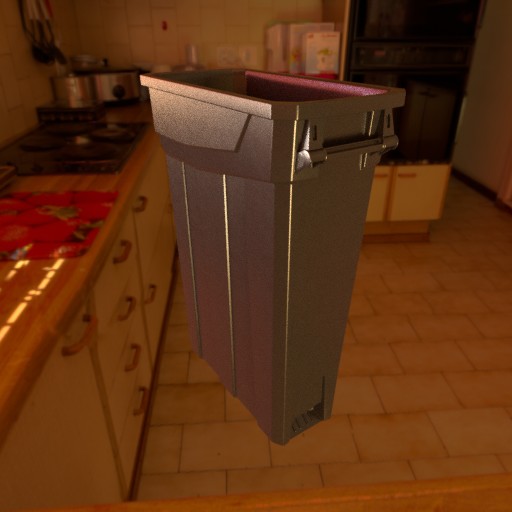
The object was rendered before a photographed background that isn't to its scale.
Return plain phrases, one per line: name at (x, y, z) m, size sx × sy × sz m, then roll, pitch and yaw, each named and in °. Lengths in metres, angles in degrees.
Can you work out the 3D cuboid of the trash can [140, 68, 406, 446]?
trash can at (0.000, 0.000, 1.031) m, size 0.281 × 0.762 × 0.559 m, roll -18°, pitch 32°, yaw -30°
